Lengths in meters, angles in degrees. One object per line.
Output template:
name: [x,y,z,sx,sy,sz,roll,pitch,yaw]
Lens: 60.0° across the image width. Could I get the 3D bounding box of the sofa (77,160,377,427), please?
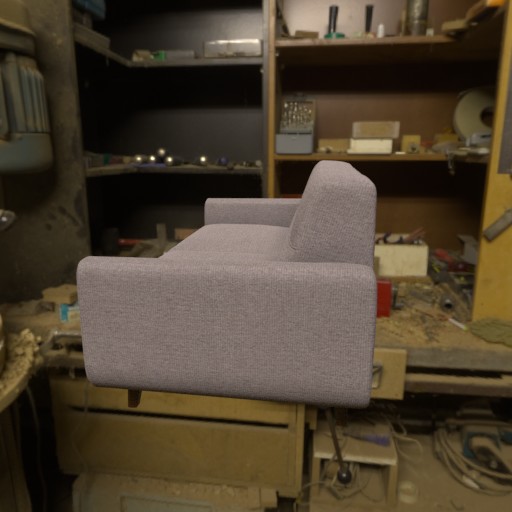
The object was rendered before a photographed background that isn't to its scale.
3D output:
sofa: [0.000,0.000,2.067,0.909,0.841,1.631,2,14,8]
